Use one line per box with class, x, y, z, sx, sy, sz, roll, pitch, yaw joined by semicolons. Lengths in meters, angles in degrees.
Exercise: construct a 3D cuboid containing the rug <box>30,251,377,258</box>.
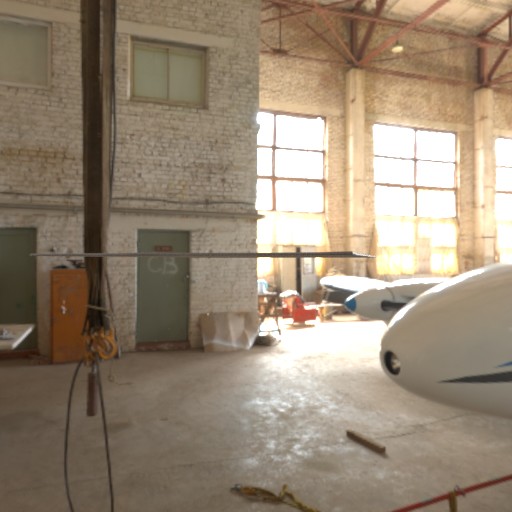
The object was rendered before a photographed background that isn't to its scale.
rug;0.000;0.000;3.087;1.545;0.016;2.460;0;0;17
